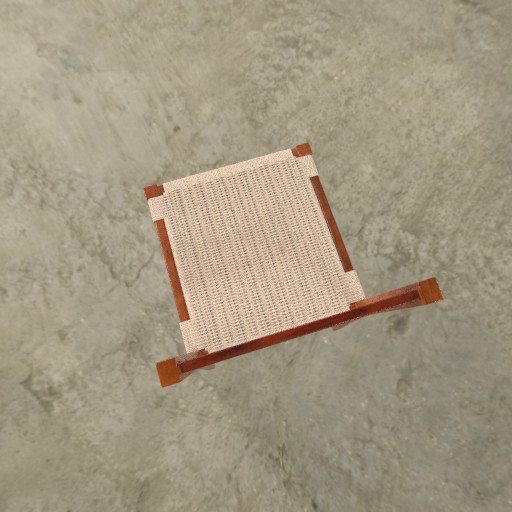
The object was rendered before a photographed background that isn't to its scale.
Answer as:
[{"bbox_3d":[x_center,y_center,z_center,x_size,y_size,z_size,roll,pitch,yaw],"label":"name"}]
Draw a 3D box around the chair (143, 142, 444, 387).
[{"bbox_3d":[0.000,0.000,1.207,0.495,0.851,0.569,-16,74,-5],"label":"chair"}]
